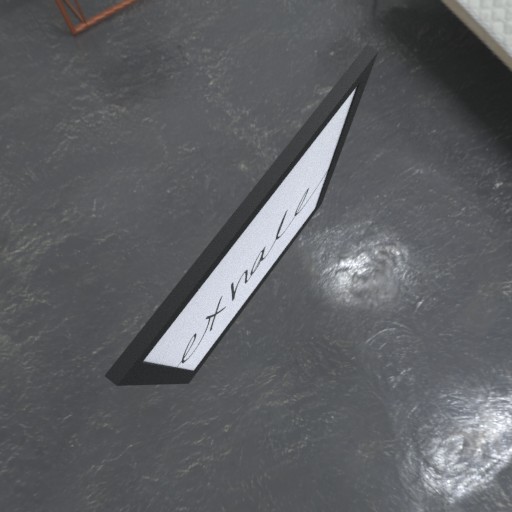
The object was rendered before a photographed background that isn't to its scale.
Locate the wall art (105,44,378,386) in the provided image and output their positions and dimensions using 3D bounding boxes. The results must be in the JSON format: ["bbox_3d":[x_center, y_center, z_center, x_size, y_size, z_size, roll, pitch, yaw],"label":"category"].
[{"bbox_3d":[0.000,0.000,0.531,0.012,0.357,0.358,35,77,9],"label":"wall art"}]
